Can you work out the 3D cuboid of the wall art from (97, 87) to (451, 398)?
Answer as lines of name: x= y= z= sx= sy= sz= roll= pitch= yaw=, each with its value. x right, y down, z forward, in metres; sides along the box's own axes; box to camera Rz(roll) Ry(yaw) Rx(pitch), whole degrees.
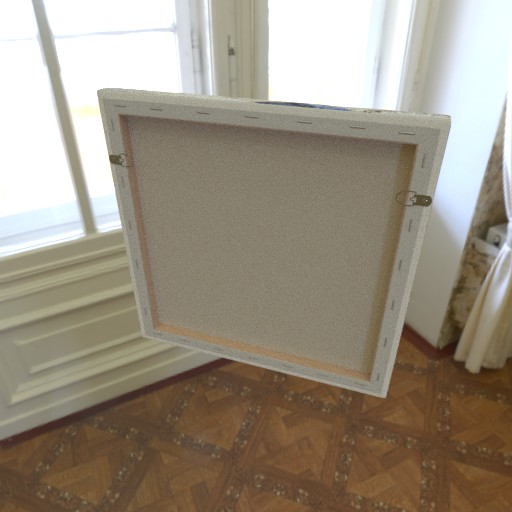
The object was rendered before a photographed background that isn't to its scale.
wall art: x=0.000 y=0.000 z=1.346 sx=0.912 sy=0.914 sz=0.039 roll=10 pitch=34 yaw=16
